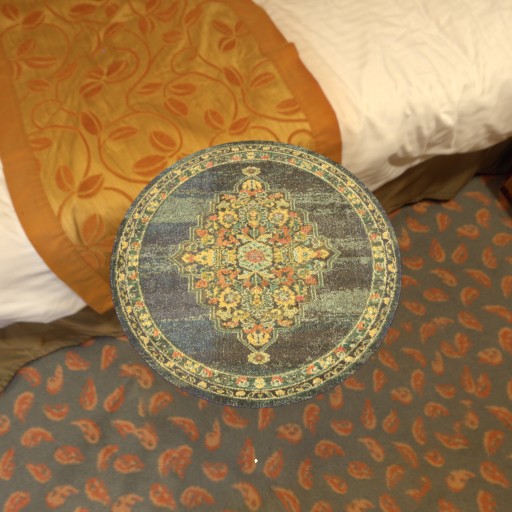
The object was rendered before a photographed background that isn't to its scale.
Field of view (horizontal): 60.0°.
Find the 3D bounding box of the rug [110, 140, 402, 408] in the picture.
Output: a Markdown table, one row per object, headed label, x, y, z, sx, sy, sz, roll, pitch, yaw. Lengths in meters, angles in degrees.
| label | x | y | z | sx | sy | sz | roll | pitch | yaw |
| --- | --- | --- | --- | --- | --- | --- | --- | --- | --- |
| rug | 0.000 | 0.000 | 3.648 | 2.386 | 0.014 | 2.386 | 0 | 65 | 0 |
